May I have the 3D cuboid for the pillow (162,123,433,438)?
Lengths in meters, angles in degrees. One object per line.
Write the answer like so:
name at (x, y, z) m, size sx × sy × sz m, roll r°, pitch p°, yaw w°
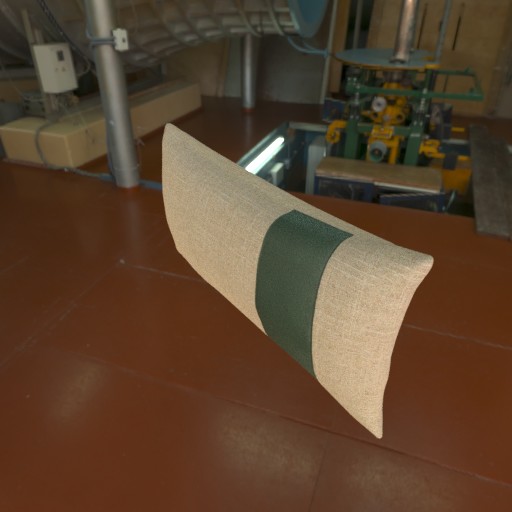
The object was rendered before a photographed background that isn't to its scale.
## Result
pillow at (0.000, 0.000, 1.043) m, size 0.197 × 0.429 × 0.859 m, roll -21°, pitch 38°, yaw -30°
